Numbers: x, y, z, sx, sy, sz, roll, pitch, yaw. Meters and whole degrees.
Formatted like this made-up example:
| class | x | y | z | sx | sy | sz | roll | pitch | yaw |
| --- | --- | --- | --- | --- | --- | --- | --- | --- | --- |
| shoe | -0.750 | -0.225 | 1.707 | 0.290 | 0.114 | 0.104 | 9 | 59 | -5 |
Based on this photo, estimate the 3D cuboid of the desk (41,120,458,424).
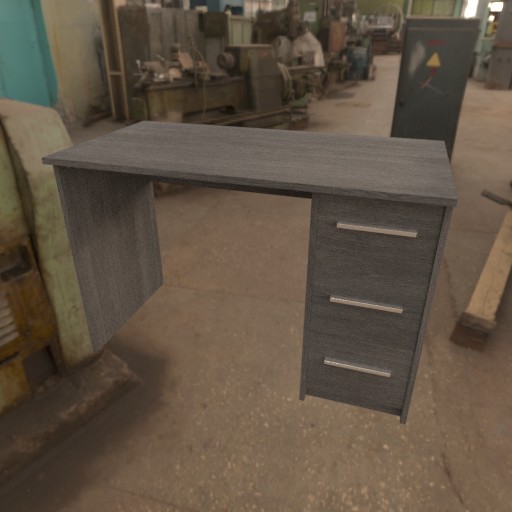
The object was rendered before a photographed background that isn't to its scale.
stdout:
| class | x | y | z | sx | sy | sz | roll | pitch | yaw |
| --- | --- | --- | --- | --- | --- | --- | --- | --- | --- |
| desk | 0.000 | 0.000 | 1.514 | 1.097 | 0.735 | 0.560 | 8 | 29 | 16 |
